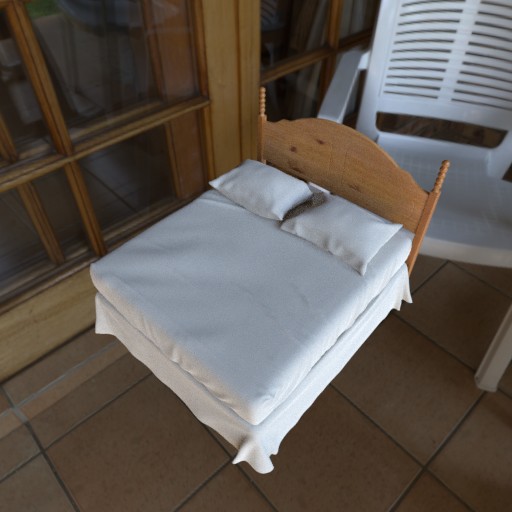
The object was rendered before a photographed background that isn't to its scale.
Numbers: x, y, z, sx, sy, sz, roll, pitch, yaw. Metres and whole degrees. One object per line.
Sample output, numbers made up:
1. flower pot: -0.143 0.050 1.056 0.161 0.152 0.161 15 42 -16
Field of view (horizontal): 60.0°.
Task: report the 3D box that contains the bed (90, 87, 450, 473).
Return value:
1. bed: 0.000 0.000 3.231 1.873 1.356 2.040 32 54 28
